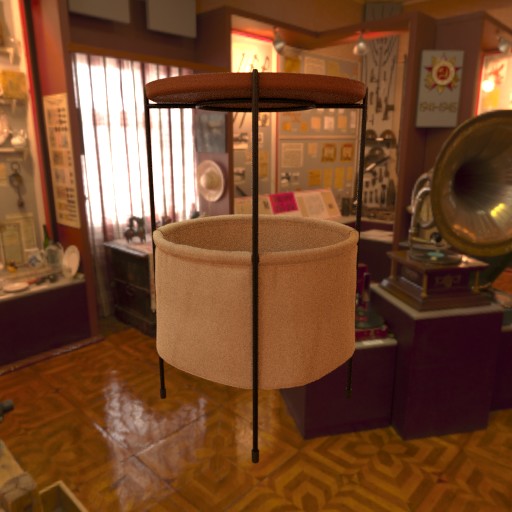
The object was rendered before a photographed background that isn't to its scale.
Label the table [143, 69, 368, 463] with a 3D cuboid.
[{"bbox_3d":[0.000,0.000,0.870,0.393,0.623,0.393,-14,20,-43],"label":"table"}]
